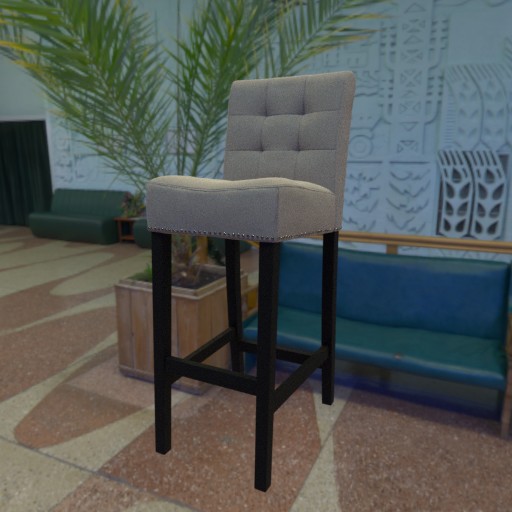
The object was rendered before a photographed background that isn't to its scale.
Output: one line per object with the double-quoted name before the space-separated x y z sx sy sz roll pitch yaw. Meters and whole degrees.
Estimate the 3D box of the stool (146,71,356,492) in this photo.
"stool" 0.000 0.000 1.280 0.411 1.047 0.548 6 14 26
